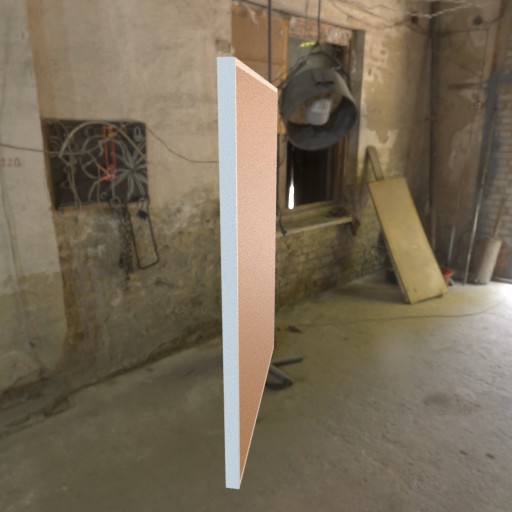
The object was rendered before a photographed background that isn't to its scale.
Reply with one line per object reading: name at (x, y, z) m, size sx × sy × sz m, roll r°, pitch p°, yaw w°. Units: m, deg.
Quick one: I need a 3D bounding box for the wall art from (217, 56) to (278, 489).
wall art at (0.000, 0.000, 1.400) m, size 0.039 × 1.050 × 0.795 m, roll 2°, pitch 16°, yaw 8°
